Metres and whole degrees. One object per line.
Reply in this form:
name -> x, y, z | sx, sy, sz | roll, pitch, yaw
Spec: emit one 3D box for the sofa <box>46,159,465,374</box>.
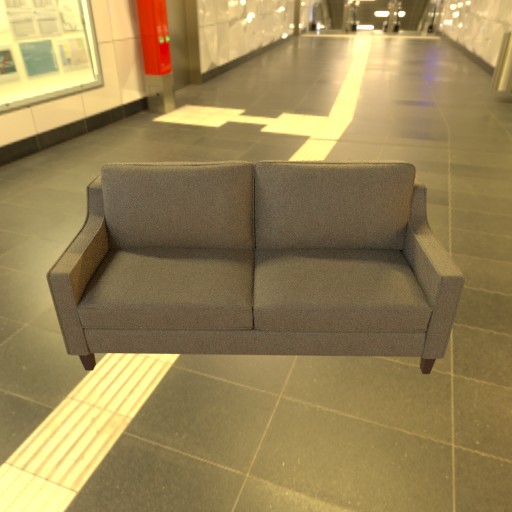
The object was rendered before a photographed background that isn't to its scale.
sofa -> 0.000, 0.000, 2.801 | 2.181, 1.074, 1.073 | 0, 31, 1
